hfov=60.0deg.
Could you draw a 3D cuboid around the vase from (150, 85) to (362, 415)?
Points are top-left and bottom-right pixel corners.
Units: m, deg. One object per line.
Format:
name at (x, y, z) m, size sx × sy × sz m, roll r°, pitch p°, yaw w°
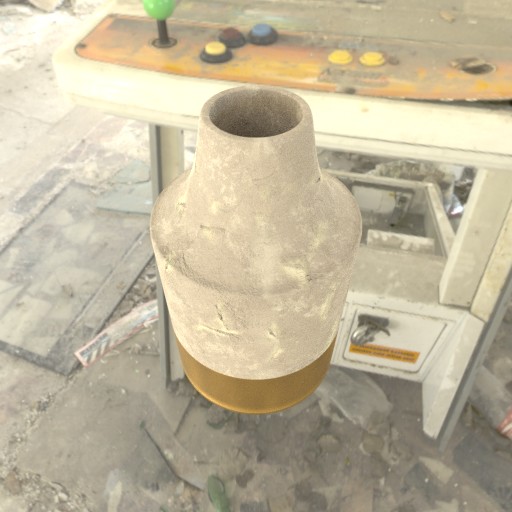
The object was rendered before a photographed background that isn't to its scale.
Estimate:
vase at (0.000, 0.000, 0.426) m, size 0.184 × 0.305 × 0.184 m, roll 0°, pitch 47°, yaw 0°
